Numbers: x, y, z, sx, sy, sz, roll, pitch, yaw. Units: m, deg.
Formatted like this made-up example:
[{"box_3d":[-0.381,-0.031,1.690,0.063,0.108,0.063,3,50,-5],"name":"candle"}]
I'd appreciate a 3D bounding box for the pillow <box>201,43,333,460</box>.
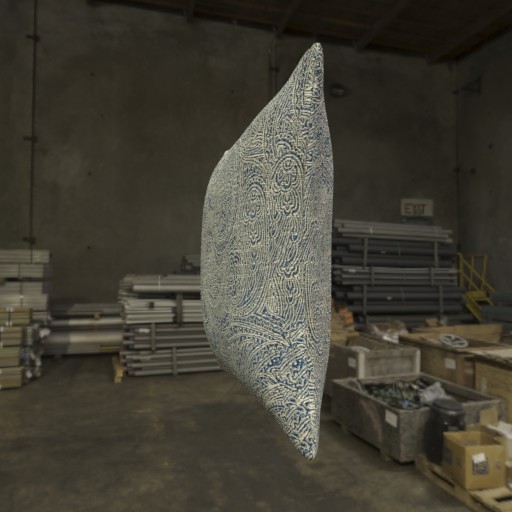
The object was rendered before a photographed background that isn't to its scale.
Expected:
[{"box_3d":[0.000,0.000,0.787,0.166,0.510,0.523,1,-2,-16],"name":"pillow"}]
